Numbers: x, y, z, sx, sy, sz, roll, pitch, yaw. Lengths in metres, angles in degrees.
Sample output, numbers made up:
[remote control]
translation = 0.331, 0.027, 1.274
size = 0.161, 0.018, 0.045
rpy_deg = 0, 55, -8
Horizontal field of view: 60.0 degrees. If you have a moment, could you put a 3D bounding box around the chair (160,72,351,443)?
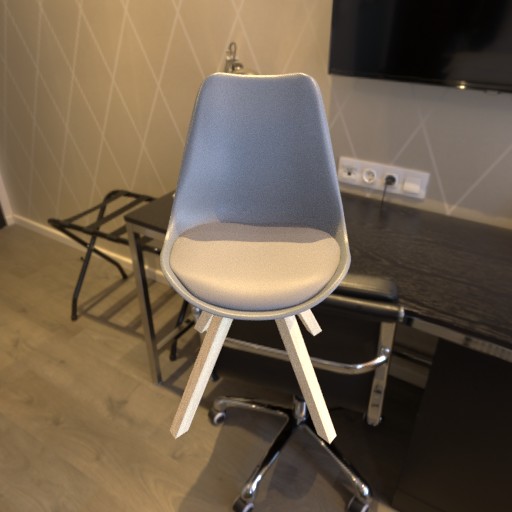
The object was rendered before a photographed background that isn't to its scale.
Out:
[chair]
translation = 0.000, 0.000, 1.196
size = 0.485, 0.850, 0.550
rpy_deg = 1, 31, 2
